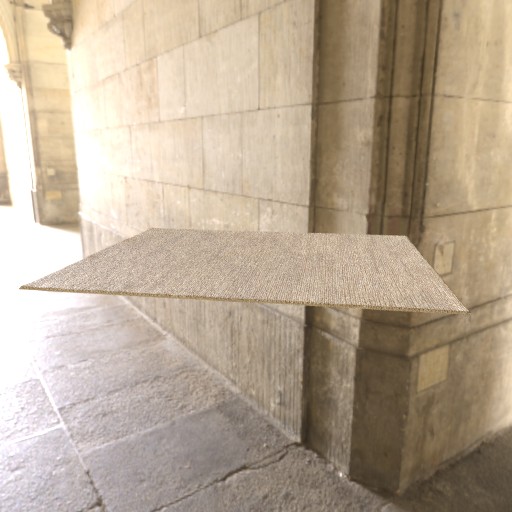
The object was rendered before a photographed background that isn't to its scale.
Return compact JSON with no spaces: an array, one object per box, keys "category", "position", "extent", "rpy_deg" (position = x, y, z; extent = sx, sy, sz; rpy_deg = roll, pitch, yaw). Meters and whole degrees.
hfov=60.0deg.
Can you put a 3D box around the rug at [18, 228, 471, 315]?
[{"category":"rug","position":[0.000,0.000,4.082],"extent":[3.052,0.030,2.429],"rpy_deg":[2,14,9]}]
